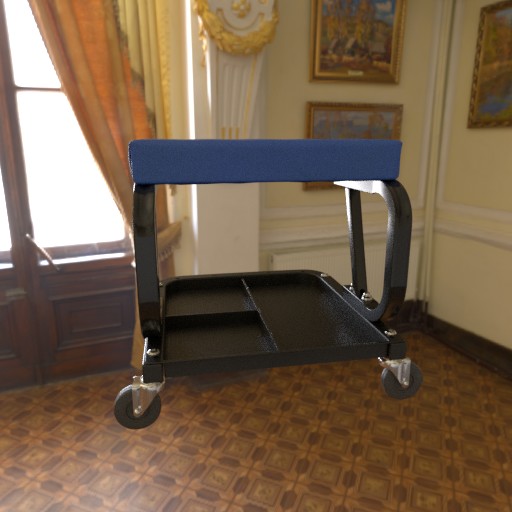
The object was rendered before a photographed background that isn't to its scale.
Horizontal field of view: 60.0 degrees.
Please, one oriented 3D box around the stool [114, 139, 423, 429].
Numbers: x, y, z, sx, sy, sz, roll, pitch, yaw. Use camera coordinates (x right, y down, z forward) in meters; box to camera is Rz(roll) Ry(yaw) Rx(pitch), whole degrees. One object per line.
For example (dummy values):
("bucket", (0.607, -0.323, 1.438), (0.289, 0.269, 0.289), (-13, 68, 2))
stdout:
("stool", (0.000, 0.000, 0.745), (0.446, 0.380, 0.371), (-3, 15, -10))
